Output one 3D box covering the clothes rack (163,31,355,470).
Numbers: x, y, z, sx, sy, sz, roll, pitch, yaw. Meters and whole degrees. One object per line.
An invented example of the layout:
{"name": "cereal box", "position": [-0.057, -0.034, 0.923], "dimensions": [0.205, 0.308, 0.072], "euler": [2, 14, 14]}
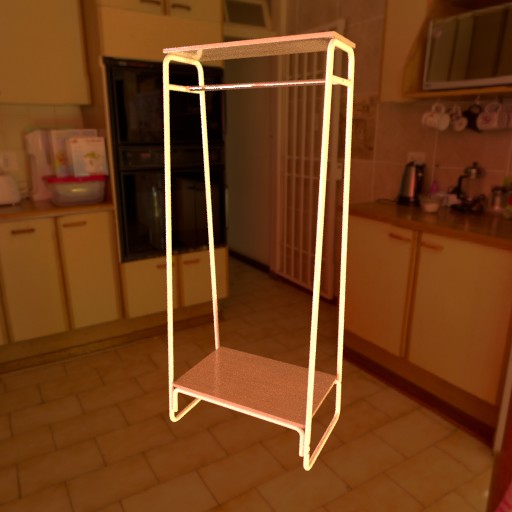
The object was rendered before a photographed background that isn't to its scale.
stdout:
{"name": "clothes rack", "position": [0.000, 0.000, 1.745], "dimensions": [0.640, 1.512, 0.400], "euler": [8, 18, 27]}
